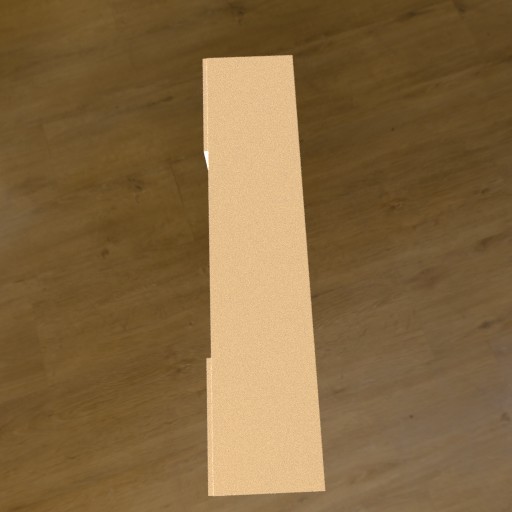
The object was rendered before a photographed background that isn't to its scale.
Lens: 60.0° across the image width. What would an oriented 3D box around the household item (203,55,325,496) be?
[{"bbox_3d":[0.000,0.000,1.980,0.420,0.310,1.850,-2,75,-1],"label":"household item"}]
